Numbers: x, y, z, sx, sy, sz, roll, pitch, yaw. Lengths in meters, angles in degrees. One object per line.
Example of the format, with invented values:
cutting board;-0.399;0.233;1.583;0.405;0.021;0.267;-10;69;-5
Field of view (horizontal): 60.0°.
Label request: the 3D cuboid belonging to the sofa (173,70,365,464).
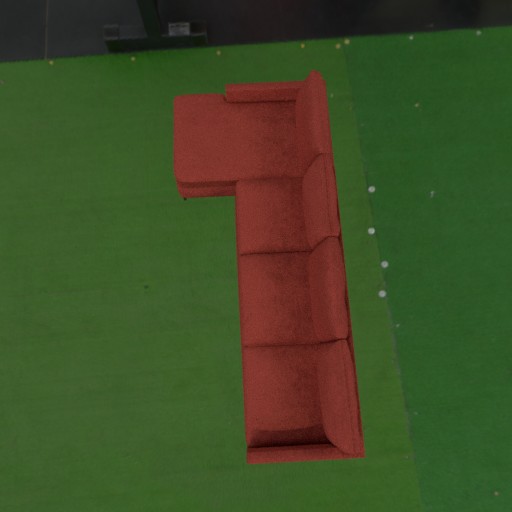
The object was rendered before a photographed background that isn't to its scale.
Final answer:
sofa;0.000;0.000;4.027;1.500;0.967;3.400;-3;75;-1
